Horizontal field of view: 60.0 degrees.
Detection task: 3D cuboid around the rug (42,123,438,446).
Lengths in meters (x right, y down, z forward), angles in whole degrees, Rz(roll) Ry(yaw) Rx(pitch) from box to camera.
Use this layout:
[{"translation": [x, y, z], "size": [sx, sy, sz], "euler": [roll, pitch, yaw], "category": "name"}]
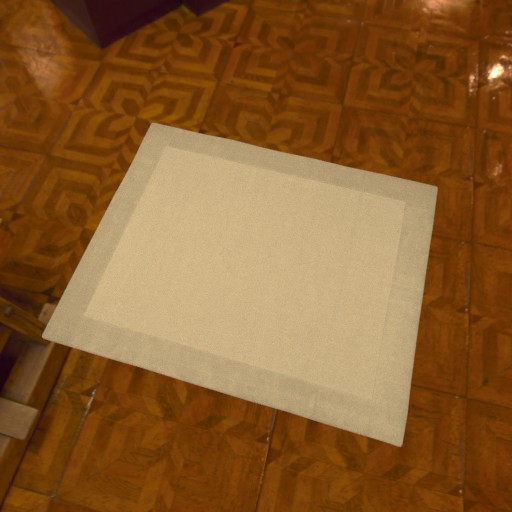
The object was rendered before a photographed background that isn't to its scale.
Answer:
[{"translation": [0.000, 0.000, 3.967], "size": [2.976, 0.018, 2.430], "euler": [15, 64, 7], "category": "rug"}]
